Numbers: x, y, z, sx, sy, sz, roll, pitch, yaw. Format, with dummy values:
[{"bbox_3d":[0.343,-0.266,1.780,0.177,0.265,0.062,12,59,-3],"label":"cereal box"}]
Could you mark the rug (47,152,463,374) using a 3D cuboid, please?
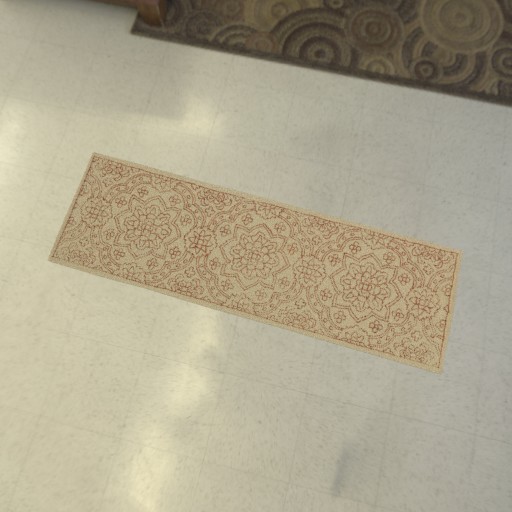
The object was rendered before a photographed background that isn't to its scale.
[{"bbox_3d":[0.000,0.000,2.723,2.448,0.012,0.769,16,76,4],"label":"rug"}]
